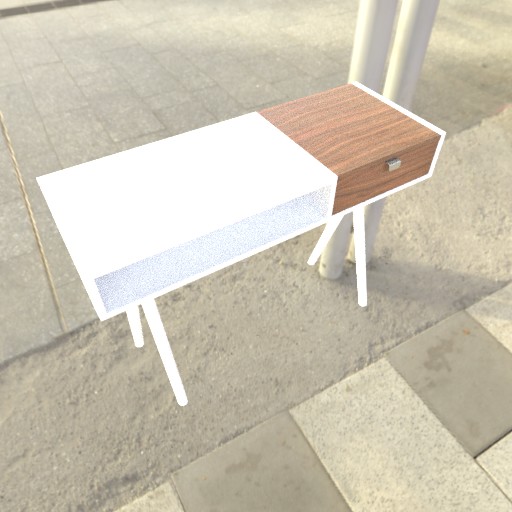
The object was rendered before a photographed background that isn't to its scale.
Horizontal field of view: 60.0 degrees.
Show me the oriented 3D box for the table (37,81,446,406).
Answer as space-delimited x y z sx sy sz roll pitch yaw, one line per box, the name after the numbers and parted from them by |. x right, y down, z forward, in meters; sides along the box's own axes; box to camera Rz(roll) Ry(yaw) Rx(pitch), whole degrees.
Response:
0.000 0.000 1.487 1.066 0.785 0.418 -24 50 -22 | table
